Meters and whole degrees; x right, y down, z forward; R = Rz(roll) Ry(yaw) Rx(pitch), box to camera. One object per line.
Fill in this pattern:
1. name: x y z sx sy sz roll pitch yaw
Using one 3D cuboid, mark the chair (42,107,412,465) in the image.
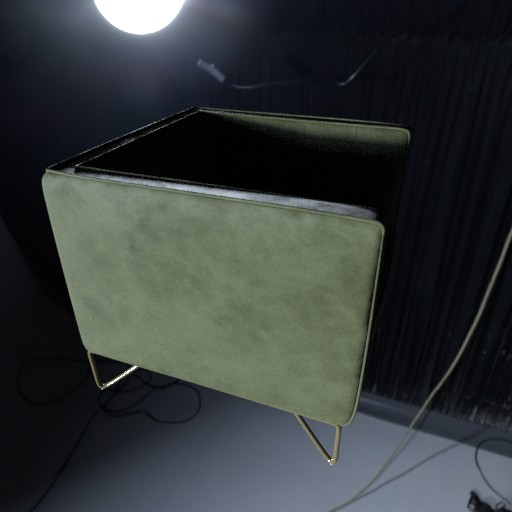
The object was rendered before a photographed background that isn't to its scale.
1. chair: 0.000 0.000 1.534 0.894 0.790 0.880 10 32 18
